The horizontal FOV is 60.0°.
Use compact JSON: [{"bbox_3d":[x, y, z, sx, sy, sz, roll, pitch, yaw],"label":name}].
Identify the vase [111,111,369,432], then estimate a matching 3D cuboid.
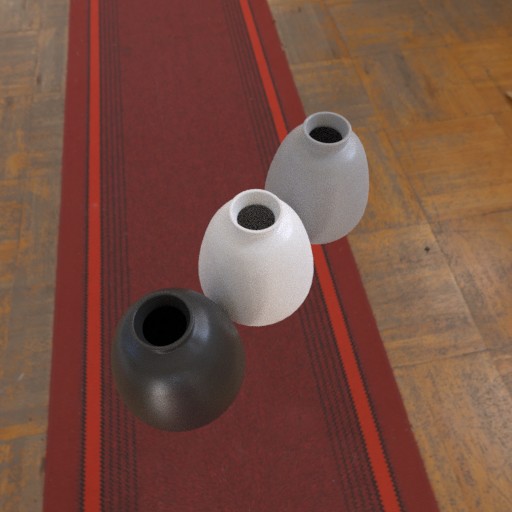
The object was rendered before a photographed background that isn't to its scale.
[{"bbox_3d":[0.000,0.000,0.362,0.097,0.122,0.297,30,63,17],"label":"vase"}]
